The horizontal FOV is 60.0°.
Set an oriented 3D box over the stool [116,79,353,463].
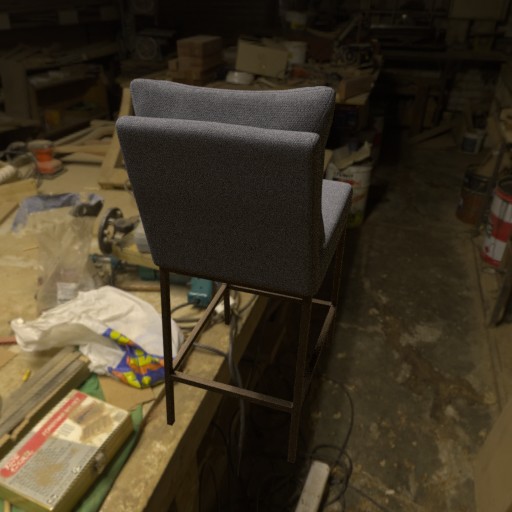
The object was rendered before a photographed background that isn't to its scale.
[{"bbox_3d":[0.000,0.000,1.303,0.463,1.031,0.569,10,33,16],"label":"stool"}]
